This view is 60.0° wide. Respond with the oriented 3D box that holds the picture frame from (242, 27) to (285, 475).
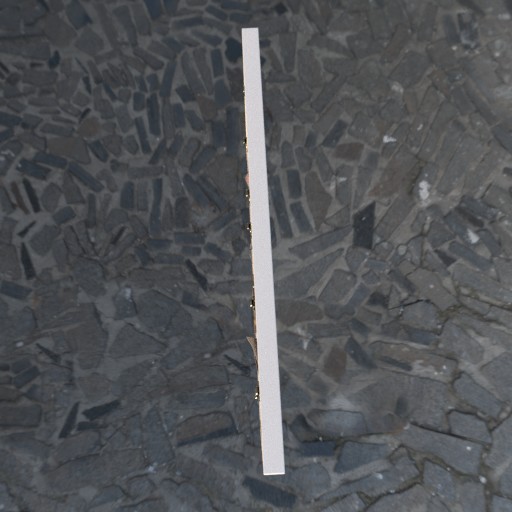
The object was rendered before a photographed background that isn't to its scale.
[{"bbox_3d":[0.000,0.000,0.801,0.044,0.379,0.647,-3,76,-1],"label":"picture frame"}]
